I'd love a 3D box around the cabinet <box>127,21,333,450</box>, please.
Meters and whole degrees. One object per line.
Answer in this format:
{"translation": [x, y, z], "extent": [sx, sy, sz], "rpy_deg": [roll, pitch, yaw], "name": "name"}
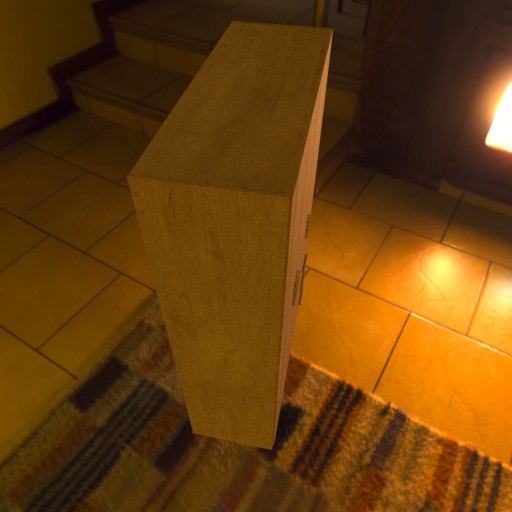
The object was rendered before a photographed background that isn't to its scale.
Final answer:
{"translation": [0.000, 0.000, 2.399], "extent": [0.510, 1.910, 1.290], "rpy_deg": [9, 47, 8], "name": "cabinet"}
